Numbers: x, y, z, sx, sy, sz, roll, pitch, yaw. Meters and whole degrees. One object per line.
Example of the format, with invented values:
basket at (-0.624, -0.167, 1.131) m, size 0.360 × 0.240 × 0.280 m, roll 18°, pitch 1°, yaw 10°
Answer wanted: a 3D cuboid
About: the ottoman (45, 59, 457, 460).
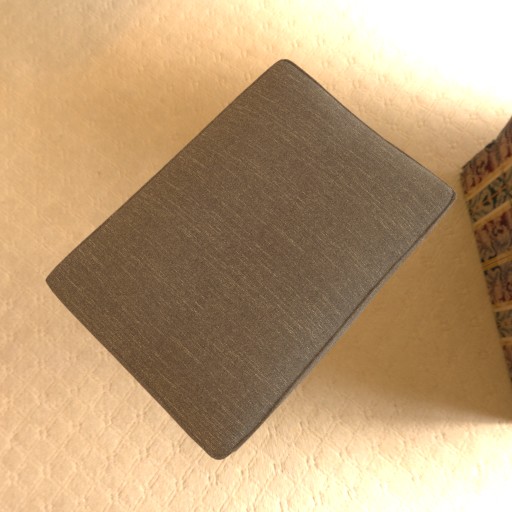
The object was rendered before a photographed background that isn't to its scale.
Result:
ottoman at (0.000, 0.000, 0.979) m, size 0.508 × 0.406 × 0.686 m, roll 42°, pitch 80°, yaw 10°
